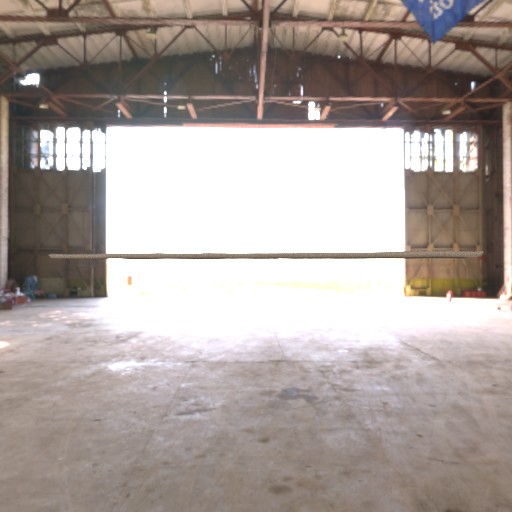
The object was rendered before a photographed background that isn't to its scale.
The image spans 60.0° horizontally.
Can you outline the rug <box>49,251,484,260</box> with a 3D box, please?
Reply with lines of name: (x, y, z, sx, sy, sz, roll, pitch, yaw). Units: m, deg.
rug: (0.000, 0.000, 2.706, 2.381, 0.035, 0.832, 0, -1, 19)
